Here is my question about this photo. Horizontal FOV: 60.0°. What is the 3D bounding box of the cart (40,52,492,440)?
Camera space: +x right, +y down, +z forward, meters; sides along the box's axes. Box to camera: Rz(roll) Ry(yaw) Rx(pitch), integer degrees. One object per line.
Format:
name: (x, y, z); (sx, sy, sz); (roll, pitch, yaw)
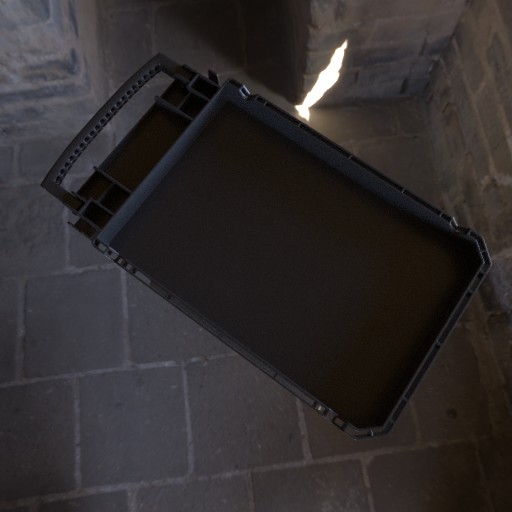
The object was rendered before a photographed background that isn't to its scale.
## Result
cart: (0.000, 0.000, 1.709); (1.239, 0.884, 0.674); (35, 79, 8)
